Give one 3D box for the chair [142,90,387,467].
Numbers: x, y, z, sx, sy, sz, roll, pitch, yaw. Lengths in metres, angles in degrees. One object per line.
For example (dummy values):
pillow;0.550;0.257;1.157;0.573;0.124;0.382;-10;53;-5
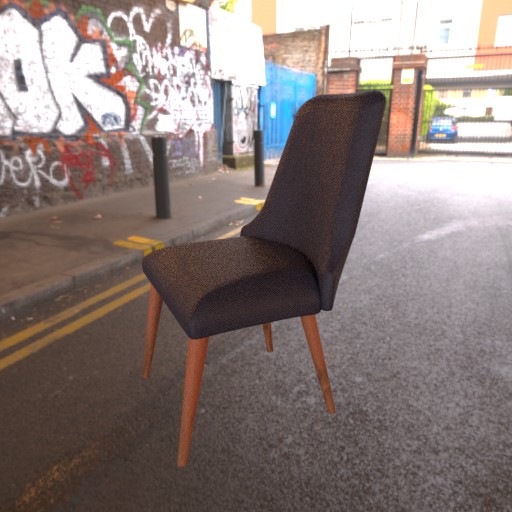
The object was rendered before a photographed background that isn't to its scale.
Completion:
chair;0.000;0.000;1.164;0.567;0.820;0.504;-8;19;-24
